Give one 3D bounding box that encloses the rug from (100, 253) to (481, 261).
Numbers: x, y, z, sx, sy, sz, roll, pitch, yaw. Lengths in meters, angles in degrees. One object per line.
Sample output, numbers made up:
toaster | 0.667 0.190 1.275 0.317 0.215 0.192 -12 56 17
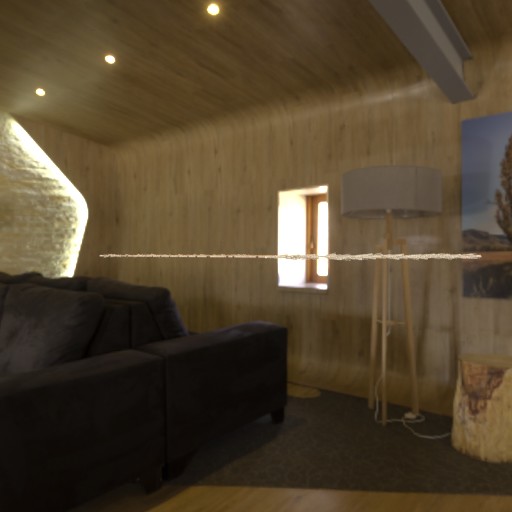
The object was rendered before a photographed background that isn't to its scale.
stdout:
rug | 0.000 0.000 2.574 1.224 0.028 2.023 0 0 -35
